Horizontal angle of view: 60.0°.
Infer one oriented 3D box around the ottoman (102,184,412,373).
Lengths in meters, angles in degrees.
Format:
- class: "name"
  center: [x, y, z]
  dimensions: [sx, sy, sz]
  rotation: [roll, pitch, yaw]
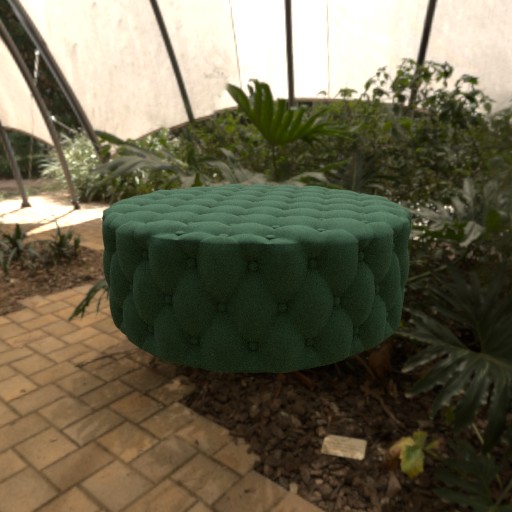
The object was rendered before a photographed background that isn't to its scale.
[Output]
- class: "ottoman"
  center: [0.000, 0.000, 1.524]
  dimensions: [0.998, 0.399, 0.998]
  rotation: [0, 16, 0]
